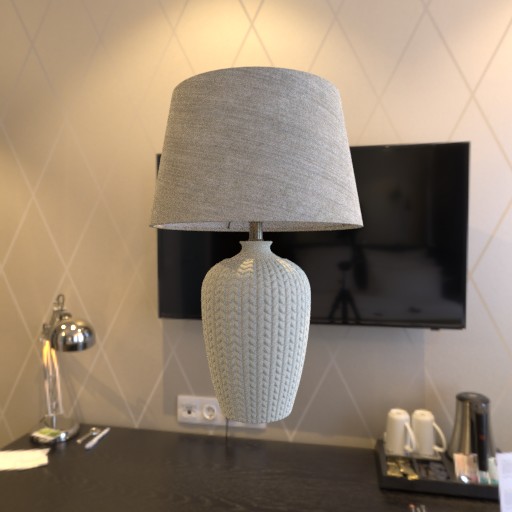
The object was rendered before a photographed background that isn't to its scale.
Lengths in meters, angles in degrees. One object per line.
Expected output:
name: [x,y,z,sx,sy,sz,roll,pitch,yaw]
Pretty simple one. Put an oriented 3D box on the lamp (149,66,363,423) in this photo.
lamp: [0.000,0.000,0.830,0.390,0.580,0.390,0,1,0]
